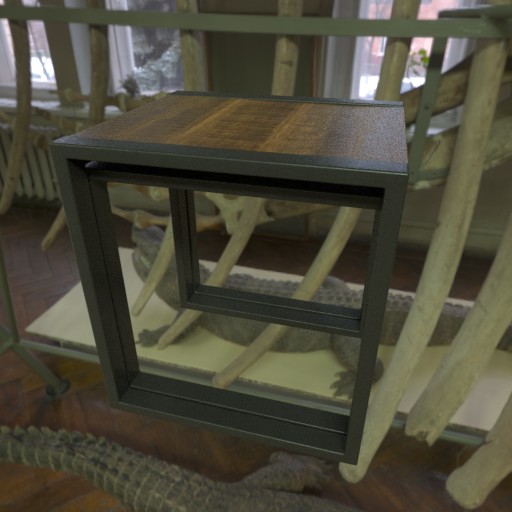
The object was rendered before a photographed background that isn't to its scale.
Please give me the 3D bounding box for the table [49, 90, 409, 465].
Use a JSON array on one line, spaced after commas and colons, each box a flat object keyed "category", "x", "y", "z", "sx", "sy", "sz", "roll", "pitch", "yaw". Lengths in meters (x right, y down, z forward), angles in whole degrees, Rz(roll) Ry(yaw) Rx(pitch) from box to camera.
[{"category": "table", "x": 0.000, "y": 0.000, "z": 0.905, "sx": 0.500, "sy": 0.550, "sz": 0.449, "roll": 8, "pitch": 31, "yaw": 13}]
